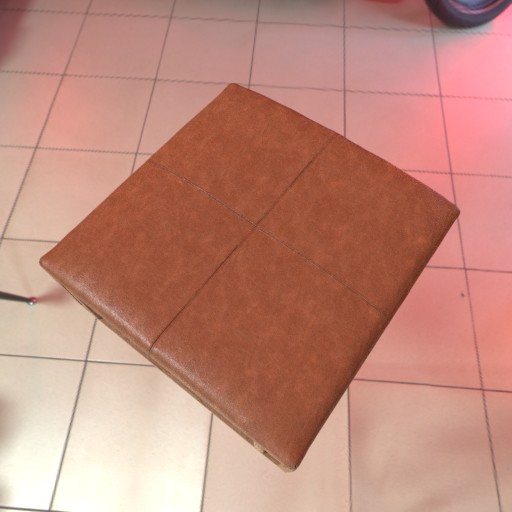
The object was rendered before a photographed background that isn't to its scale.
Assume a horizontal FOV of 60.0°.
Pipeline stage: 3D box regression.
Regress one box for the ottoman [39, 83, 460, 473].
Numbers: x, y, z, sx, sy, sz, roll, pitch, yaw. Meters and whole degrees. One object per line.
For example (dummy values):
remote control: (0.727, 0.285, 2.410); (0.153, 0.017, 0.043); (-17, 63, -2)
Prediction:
ottoman: (0.000, 0.000, 1.606); (1.013, 0.442, 1.016); (34, 68, 16)
